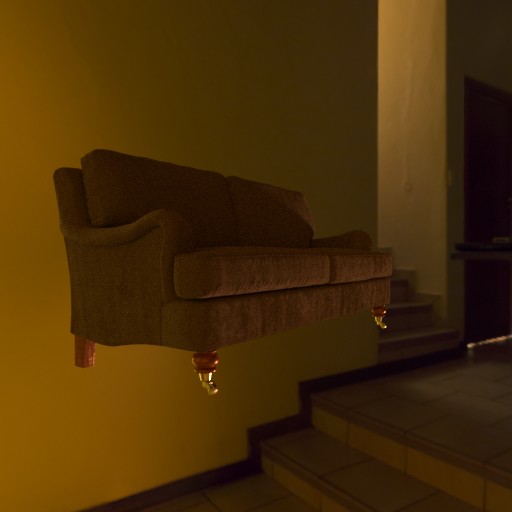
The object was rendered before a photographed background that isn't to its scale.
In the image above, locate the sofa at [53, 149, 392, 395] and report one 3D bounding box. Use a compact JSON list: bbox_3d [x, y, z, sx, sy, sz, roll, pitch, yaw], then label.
[{"bbox_3d":[0.000,0.000,2.805,1.086,1.087,2.165,0,0,36],"label":"sofa"}]
